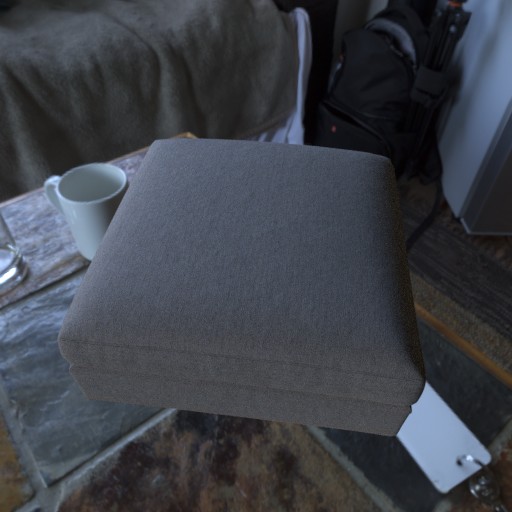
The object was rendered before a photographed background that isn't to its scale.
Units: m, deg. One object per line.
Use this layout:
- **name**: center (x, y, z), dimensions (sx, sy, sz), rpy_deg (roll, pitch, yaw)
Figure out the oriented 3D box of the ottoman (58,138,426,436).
- **ottoman**: center (0.000, 0.000, 1.607), dimensions (1.041, 0.470, 1.041), rpy_deg (5, 48, 5)
